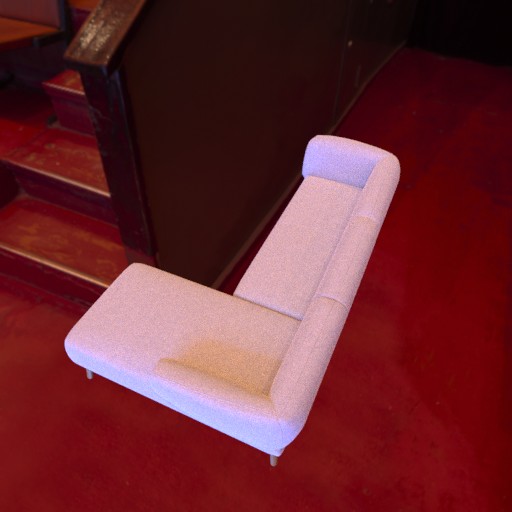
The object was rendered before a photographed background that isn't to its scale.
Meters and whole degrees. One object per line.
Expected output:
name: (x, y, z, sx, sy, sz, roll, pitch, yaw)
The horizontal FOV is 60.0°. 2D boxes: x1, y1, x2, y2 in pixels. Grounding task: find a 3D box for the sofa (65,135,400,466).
sofa: (0.000, 0.000, 3.359, 1.610, 0.730, 2.660, 18, 49, 17)
